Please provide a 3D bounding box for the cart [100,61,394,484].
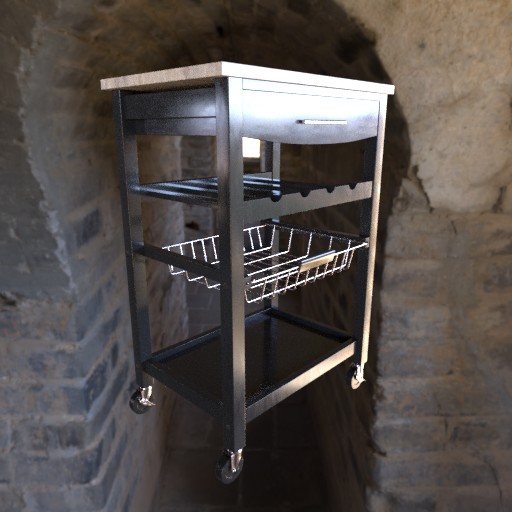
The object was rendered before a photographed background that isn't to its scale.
[{"bbox_3d":[0.000,0.000,1.146,0.403,0.839,0.584,15,22,42],"label":"cart"}]
